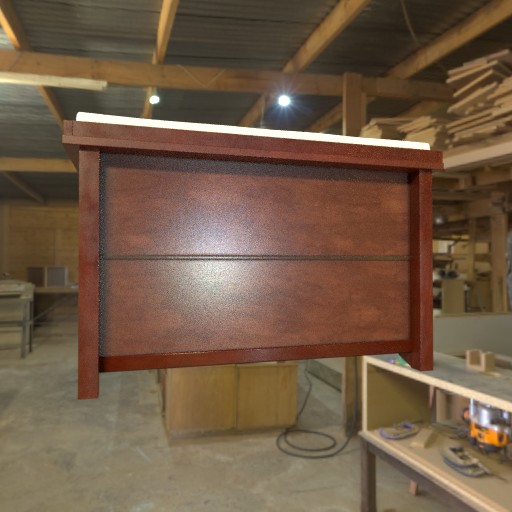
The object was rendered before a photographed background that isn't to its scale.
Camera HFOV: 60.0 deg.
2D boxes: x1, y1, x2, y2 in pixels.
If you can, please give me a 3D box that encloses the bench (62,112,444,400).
[{"bbox_3d":[0.000,0.000,1.277,0.987,0.646,0.369,0,-1,-16],"label":"bench"}]
